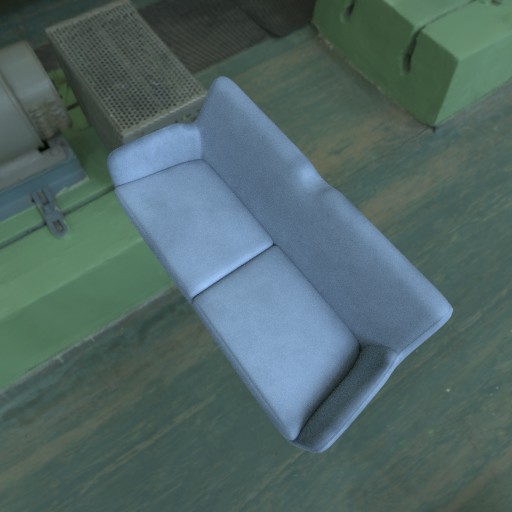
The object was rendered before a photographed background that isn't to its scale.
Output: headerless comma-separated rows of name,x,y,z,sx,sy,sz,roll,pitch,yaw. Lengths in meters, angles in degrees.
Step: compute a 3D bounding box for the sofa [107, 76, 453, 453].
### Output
sofa,0.000,0.000,2.351,0.850,0.810,1.870,-33,68,-15
